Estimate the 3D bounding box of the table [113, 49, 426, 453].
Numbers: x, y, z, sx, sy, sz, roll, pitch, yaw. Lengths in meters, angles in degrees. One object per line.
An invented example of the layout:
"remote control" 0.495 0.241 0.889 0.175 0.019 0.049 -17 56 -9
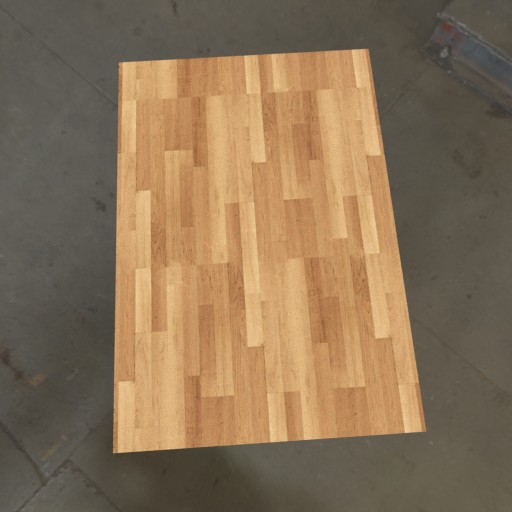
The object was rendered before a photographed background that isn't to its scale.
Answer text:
"table" 0.000 0.000 1.797 0.900 0.750 1.300 -4 75 -1
